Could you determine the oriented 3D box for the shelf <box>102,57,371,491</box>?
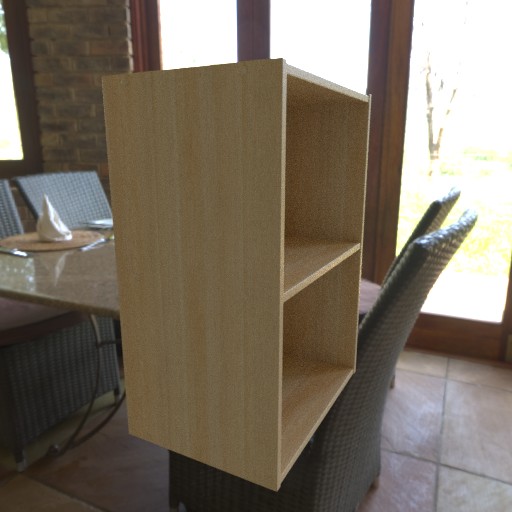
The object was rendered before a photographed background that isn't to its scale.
[{"bbox_3d":[0.000,0.000,0.823,0.290,0.592,0.414,7,15,27],"label":"shelf"}]
